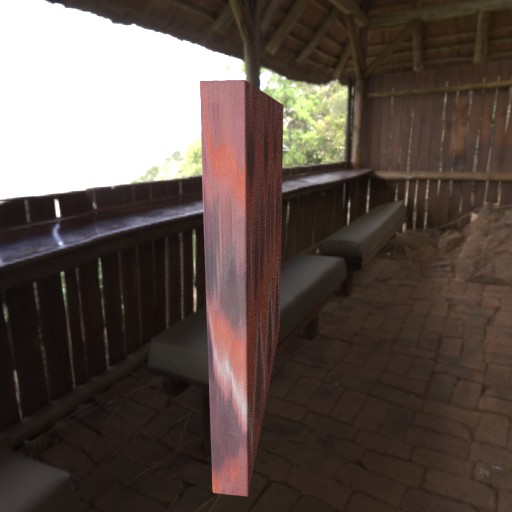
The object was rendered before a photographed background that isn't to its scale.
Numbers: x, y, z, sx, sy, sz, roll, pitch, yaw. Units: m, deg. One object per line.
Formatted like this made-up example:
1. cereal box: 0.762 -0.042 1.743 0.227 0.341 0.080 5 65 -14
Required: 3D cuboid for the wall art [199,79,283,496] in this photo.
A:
1. wall art: 0.000 0.000 0.599 0.038 0.406 0.403 2 16 7
